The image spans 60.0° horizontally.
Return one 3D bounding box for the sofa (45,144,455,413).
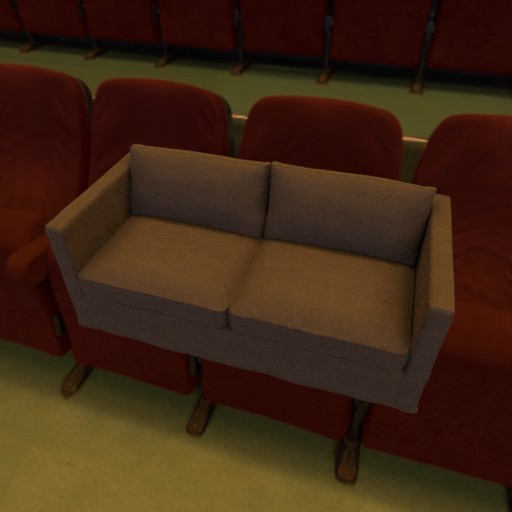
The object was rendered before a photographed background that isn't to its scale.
[{"bbox_3d":[0.000,0.000,2.493,1.982,0.855,0.953,11,41,13],"label":"sofa"}]
